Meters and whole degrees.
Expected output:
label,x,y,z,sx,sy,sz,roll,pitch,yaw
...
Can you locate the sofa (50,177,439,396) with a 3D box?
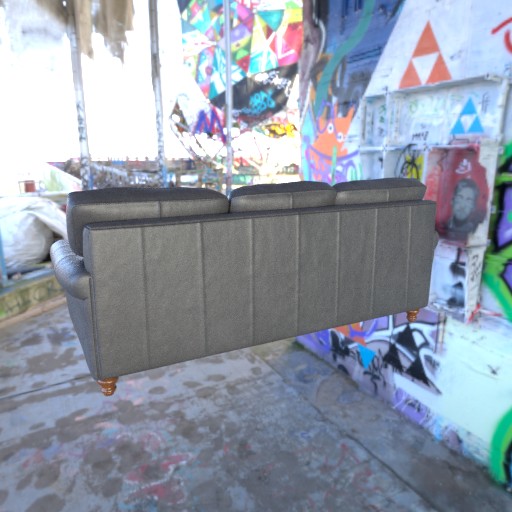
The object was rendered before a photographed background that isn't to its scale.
label,x,y,z,sx,sy,sz,roll,pitch,yaw
sofa,0.000,0.000,2.854,2.387,0.977,0.974,-7,15,-27
